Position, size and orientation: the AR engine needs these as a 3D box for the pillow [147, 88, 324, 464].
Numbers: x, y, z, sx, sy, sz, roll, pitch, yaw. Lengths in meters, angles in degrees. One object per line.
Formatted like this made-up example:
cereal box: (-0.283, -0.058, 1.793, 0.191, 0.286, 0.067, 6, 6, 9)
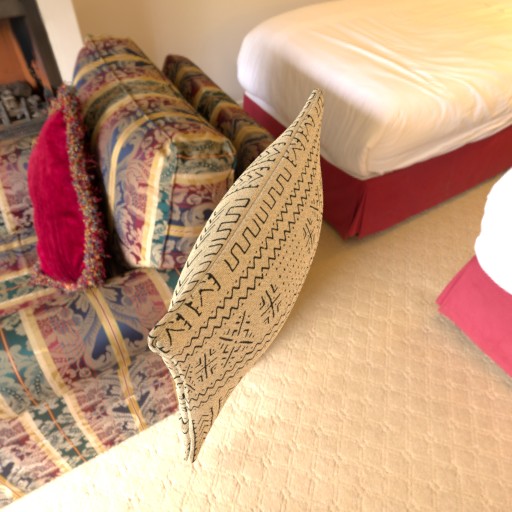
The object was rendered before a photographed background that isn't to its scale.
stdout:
pillow: (0.000, 0.000, 0.794, 0.188, 0.352, 0.637, 16, 49, 15)
